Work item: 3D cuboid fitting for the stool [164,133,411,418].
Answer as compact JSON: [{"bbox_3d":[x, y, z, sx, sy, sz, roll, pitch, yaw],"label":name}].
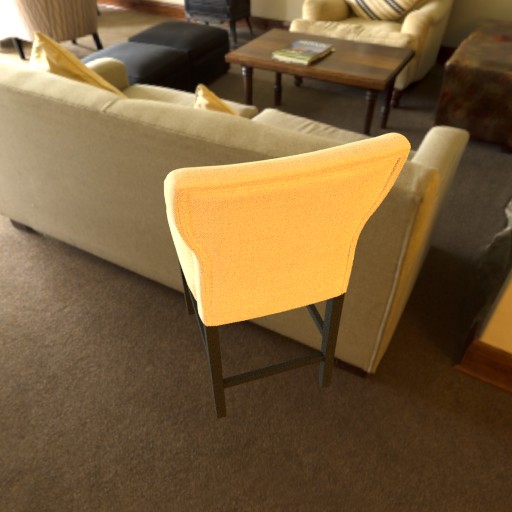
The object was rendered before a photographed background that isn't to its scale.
[{"bbox_3d":[0.000,0.000,1.359,0.514,0.972,0.603,-12,43,-13],"label":"stool"}]
